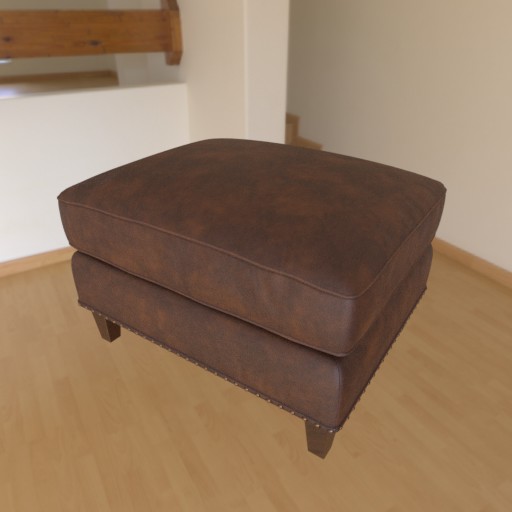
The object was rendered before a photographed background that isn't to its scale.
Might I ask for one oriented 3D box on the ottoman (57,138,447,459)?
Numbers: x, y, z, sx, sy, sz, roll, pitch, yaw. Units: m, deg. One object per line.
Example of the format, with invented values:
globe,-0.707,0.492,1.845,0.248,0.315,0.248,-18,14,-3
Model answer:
ottoman,0.000,0.000,1.115,0.742,0.486,0.586,18,34,29
